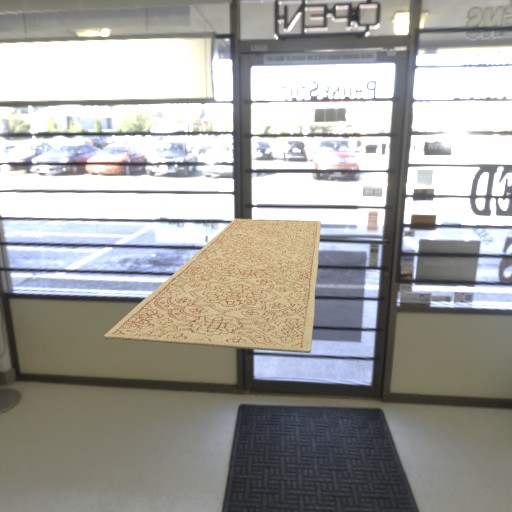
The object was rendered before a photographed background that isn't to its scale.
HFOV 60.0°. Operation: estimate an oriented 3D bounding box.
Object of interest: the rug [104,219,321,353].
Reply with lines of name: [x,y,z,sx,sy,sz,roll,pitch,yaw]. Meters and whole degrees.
rug: [0.000,0.000,2.749,0.769,0.012,2.448,2,15,9]
